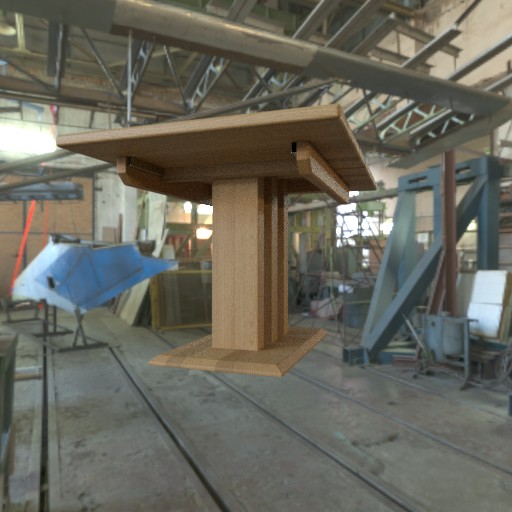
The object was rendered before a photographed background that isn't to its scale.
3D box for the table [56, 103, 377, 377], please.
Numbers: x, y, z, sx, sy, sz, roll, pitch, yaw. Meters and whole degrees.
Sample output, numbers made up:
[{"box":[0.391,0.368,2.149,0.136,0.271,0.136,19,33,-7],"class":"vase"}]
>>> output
[{"box":[0.000,0.000,1.871,0.900,0.770,1.300,0,0,19],"class":"table"}]
